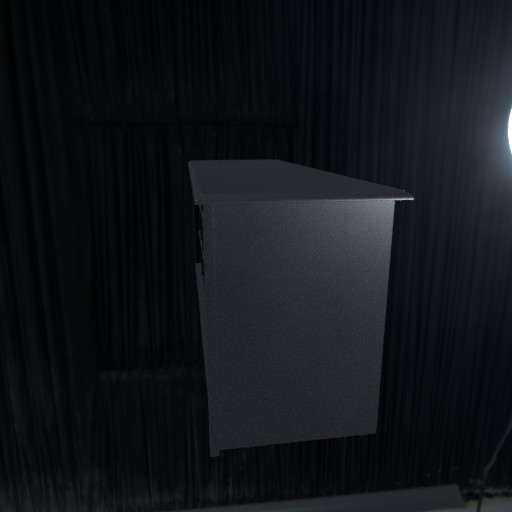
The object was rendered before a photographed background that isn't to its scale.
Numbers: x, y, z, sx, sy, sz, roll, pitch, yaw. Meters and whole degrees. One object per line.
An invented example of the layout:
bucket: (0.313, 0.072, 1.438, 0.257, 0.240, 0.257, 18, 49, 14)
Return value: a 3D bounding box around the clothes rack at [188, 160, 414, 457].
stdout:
clothes rack: (0.000, 0.000, 1.448, 0.406, 0.556, 1.219, -2, 15, -9)
